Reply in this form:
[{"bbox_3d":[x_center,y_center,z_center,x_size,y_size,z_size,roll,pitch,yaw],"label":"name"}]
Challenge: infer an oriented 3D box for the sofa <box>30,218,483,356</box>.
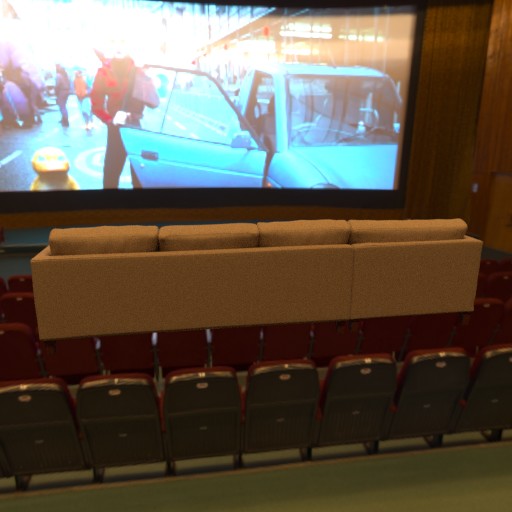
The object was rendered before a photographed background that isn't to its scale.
[{"bbox_3d":[0.000,0.000,3.879,3.186,0.846,1.625,-2,16,-9],"label":"sofa"}]
